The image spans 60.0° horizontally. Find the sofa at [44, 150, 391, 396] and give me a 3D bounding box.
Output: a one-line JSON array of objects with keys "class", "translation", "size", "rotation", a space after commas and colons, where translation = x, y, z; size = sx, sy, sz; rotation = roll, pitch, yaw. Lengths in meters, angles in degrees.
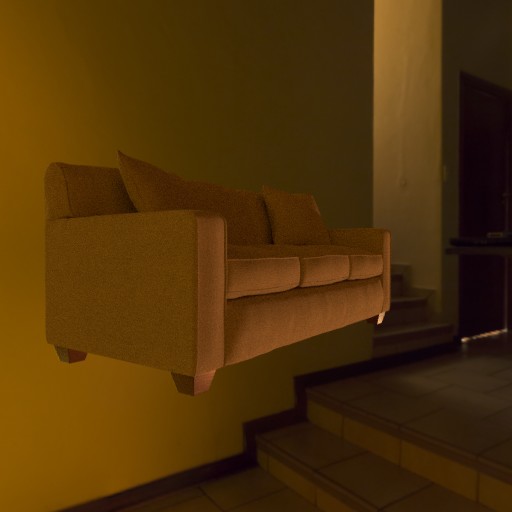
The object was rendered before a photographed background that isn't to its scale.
[{"class": "sofa", "translation": [0.000, 0.000, 2.577], "size": [0.997, 0.958, 2.024], "rotation": [1, 1, 35]}]
